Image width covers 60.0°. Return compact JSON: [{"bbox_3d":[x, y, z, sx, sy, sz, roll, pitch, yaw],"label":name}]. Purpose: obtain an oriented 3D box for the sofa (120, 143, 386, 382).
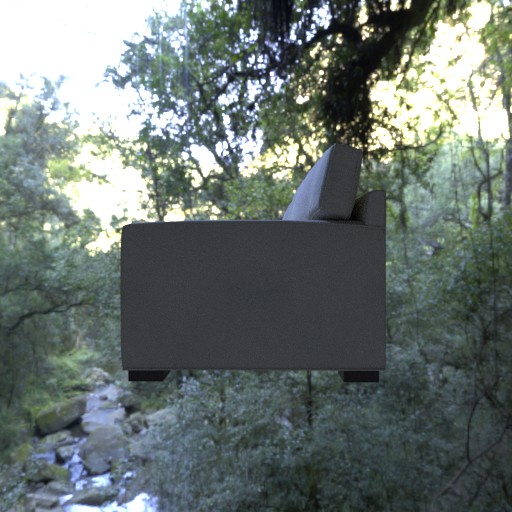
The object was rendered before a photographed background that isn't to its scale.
[{"bbox_3d":[0.000,0.000,2.578,0.935,0.862,2.088,0,1,1],"label":"sofa"}]
